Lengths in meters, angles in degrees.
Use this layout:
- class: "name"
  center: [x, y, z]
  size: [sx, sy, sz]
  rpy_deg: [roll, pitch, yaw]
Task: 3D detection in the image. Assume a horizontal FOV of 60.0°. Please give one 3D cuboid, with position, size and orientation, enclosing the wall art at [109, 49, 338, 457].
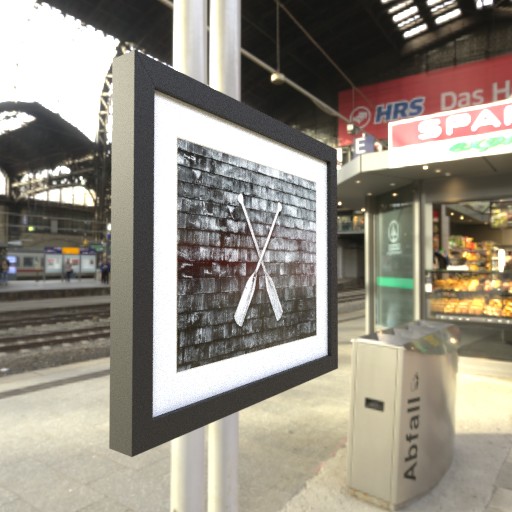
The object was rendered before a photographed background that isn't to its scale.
- class: "wall art"
  center: [0.000, 0.000, 0.521]
  size: [0.029, 0.330, 0.381]
  rpy_deg: [-1, -2, 36]
